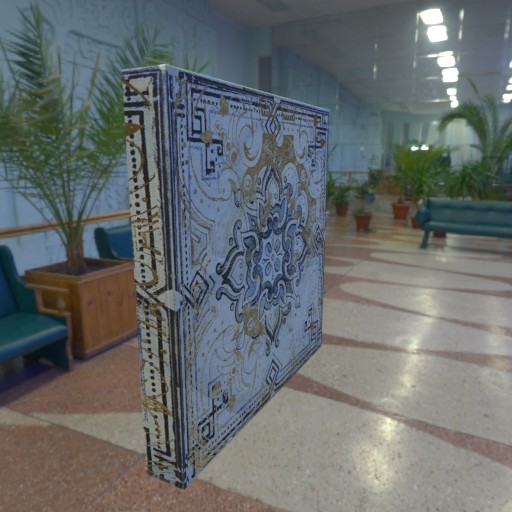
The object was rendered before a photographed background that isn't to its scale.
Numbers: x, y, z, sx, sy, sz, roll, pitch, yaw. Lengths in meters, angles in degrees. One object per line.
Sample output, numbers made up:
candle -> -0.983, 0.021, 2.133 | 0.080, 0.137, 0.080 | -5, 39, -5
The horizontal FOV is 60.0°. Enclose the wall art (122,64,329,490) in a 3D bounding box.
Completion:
wall art -> 0.000, 0.000, 0.445 | 0.038, 0.306, 0.302 | 7, 14, 28
